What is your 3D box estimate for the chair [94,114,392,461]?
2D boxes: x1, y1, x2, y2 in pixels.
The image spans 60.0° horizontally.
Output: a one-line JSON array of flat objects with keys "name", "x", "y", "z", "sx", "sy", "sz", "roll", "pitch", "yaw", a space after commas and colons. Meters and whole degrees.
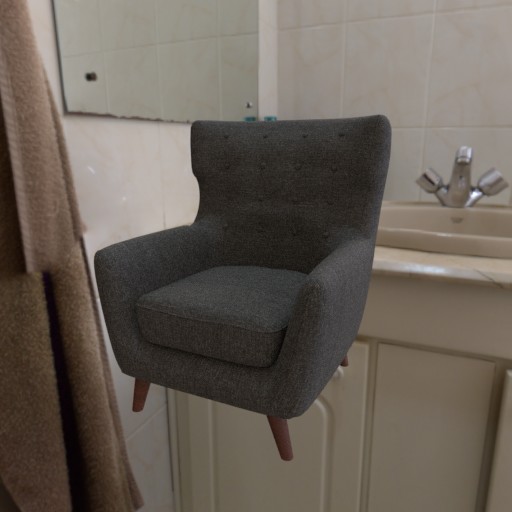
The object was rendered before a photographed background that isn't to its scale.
[{"name": "chair", "x": 0.000, "y": 0.000, "z": 1.734, "sx": 0.878, "sy": 1.063, "sz": 0.904, "roll": 7, "pitch": 15, "yaw": 25}]
